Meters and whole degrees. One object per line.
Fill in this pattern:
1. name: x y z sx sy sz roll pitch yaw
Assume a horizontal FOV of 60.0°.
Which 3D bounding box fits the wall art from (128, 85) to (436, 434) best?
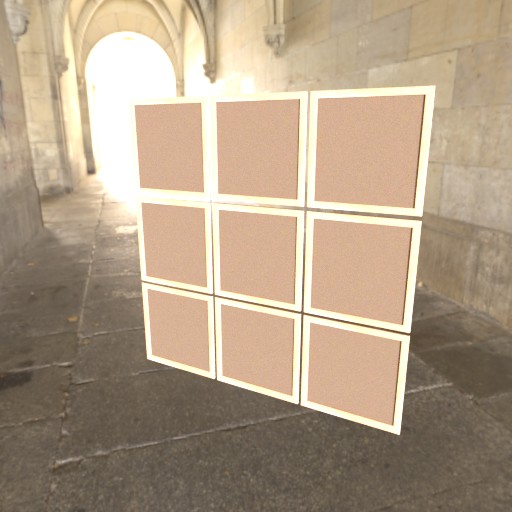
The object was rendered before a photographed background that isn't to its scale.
1. wall art: 0.000 0.000 1.766 1.216 1.218 0.013 8 18 27
